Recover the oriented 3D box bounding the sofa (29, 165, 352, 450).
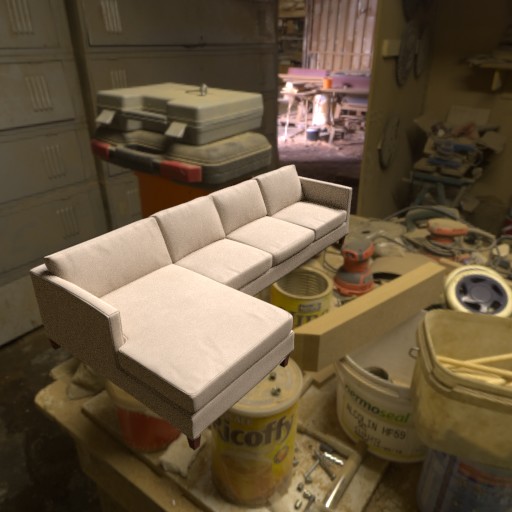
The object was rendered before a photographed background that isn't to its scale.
[{"bbox_3d":[0.000,0.000,3.919,1.625,0.846,3.186,19,32,33],"label":"sofa"}]
